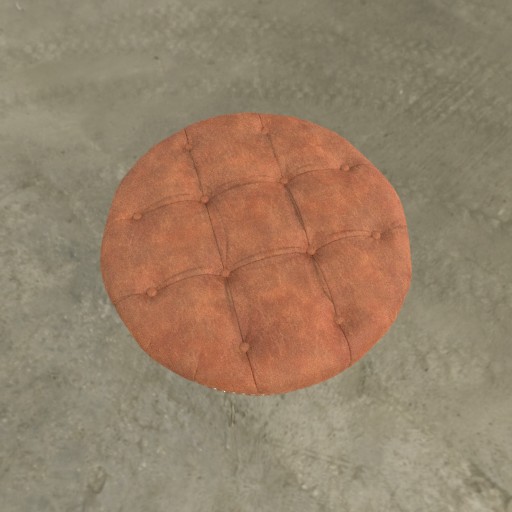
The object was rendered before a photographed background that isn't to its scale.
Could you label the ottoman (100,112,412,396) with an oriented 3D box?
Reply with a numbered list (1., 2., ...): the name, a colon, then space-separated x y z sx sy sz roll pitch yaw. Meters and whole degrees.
1. ottoman: 0.000 0.000 1.405 0.901 0.444 0.901 0 62 0
